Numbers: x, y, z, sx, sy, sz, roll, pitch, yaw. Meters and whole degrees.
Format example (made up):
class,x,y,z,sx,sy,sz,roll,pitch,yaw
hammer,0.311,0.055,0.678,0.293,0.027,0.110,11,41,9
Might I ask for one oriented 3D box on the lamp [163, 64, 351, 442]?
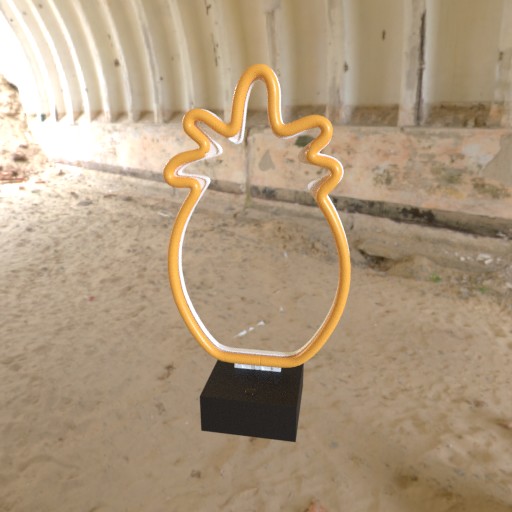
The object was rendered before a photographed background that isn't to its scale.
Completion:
class,x,y,z,sx,sy,sz,roll,pitch,yaw
lamp,0.000,0.000,0.396,0.167,0.317,0.088,3,18,9
